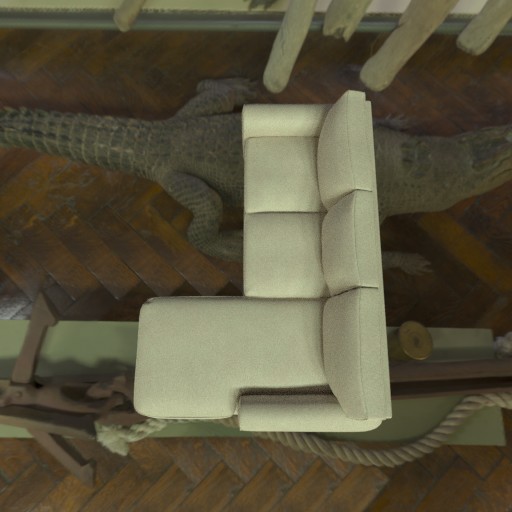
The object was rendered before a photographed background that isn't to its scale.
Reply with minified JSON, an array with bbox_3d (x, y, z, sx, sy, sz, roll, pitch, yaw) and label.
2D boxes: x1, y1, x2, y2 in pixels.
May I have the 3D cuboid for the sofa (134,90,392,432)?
[{"bbox_3d":[0.000,0.000,2.405,1.226,0.734,1.770,0,76,0],"label":"sofa"}]
